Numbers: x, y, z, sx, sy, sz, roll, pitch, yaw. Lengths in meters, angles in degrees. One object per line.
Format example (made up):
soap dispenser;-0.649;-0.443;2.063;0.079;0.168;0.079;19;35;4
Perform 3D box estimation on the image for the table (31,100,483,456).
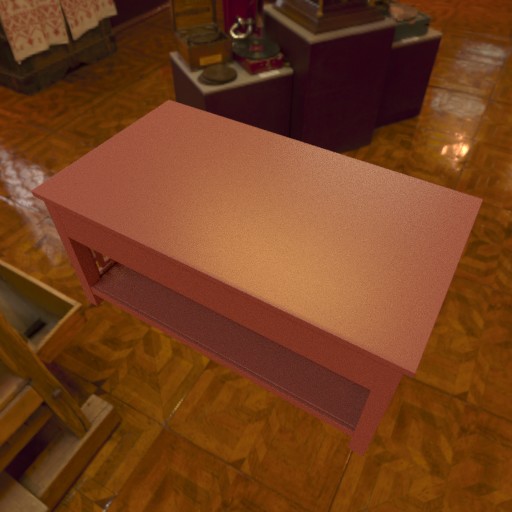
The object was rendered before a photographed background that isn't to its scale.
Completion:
table;0.000;0.000;1.382;1.068;0.493;0.612;24;51;21
